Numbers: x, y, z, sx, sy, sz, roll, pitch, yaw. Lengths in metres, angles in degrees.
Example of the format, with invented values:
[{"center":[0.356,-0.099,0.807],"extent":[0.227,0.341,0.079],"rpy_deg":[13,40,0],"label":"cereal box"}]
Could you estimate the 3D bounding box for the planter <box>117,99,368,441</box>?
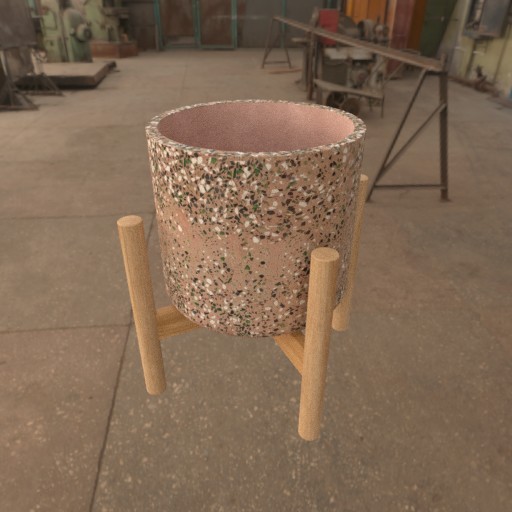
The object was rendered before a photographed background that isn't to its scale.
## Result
[{"center":[0.000,0.000,0.537],"extent":[0.284,0.320,0.284],"rpy_deg":[-2,31,-3],"label":"planter"}]
